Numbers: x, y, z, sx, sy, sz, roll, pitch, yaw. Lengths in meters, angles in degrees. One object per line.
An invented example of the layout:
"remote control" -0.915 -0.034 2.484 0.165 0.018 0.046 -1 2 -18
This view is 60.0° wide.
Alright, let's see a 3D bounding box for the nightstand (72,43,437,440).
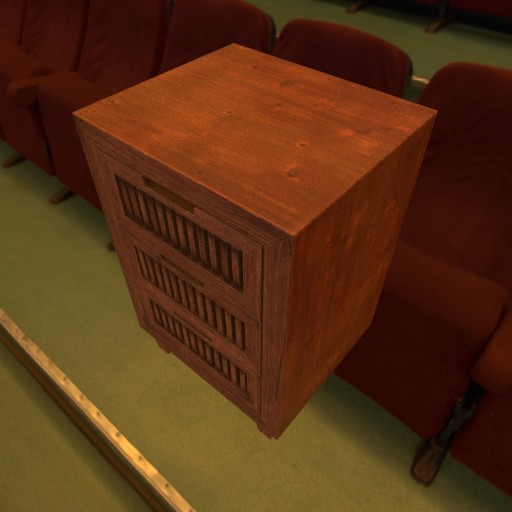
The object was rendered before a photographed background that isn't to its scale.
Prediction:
"nightstand" 0.000 0.000 0.993 0.465 0.695 0.410 31 53 27
